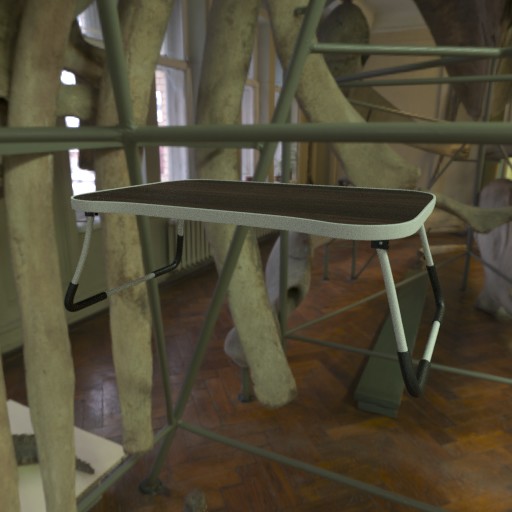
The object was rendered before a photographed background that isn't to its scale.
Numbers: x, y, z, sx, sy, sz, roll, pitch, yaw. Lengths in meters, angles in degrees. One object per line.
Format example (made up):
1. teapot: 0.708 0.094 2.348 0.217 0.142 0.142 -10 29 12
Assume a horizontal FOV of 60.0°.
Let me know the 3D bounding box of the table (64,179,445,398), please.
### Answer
1. table: 0.000 0.000 0.839 0.660 0.232 0.400 8 17 26
